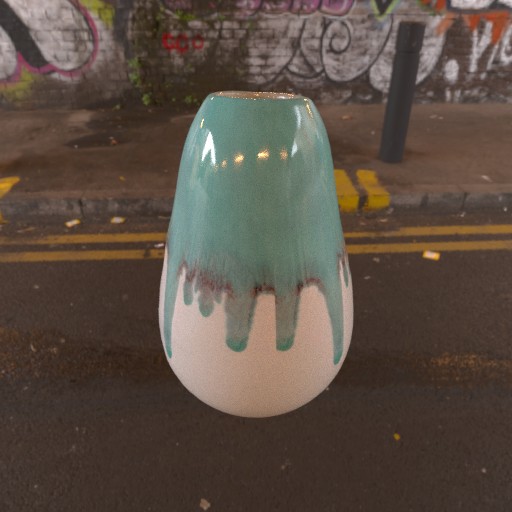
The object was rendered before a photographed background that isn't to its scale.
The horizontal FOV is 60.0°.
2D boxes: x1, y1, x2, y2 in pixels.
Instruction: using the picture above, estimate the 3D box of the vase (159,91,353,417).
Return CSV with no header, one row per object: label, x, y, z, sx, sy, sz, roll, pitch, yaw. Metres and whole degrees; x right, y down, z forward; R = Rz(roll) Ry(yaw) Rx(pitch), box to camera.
vase,0.000,0.000,0.249,0.116,0.179,0.116,0,31,0
